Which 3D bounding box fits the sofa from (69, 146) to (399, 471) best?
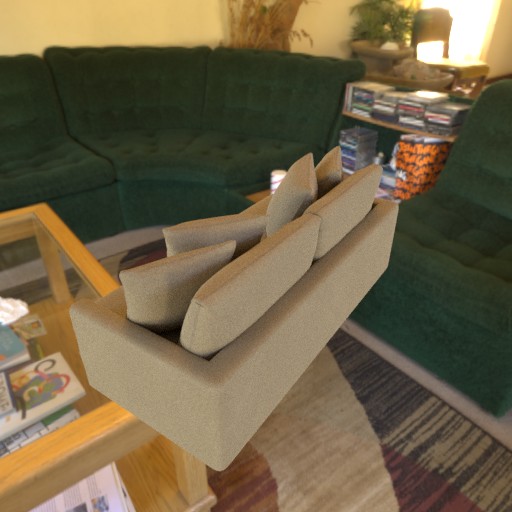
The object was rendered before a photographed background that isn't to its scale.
[{"bbox_3d":[0.000,0.000,3.113,1.228,1.084,2.380,20,37,29],"label":"sofa"}]
